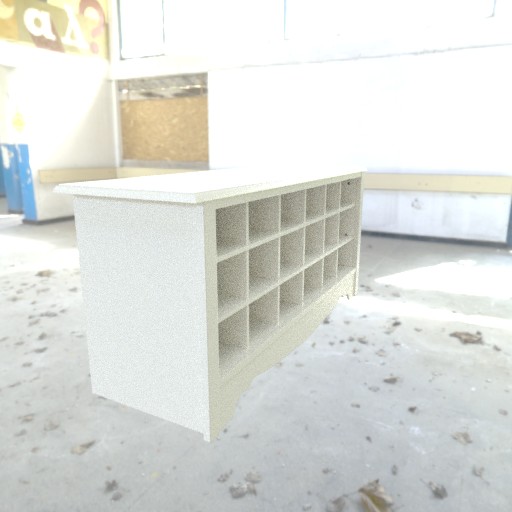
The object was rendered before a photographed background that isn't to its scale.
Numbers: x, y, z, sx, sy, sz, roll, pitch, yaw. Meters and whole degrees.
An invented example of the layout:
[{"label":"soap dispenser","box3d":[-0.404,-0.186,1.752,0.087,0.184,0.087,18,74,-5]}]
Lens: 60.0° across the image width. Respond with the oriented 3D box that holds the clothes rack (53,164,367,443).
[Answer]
[{"label":"clothes rack","box3d":[0.000,0.000,1.510,0.405,0.558,1.218,8,16,28]}]
